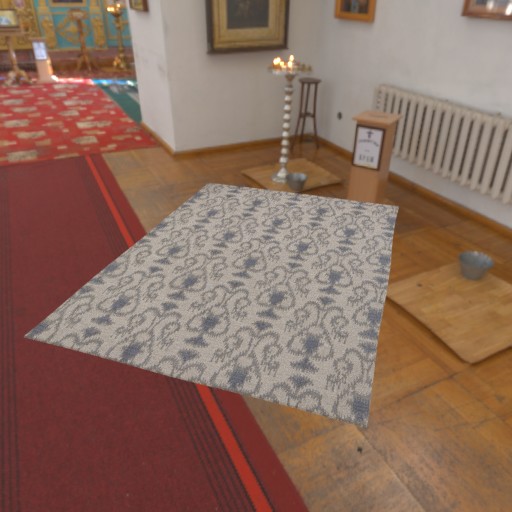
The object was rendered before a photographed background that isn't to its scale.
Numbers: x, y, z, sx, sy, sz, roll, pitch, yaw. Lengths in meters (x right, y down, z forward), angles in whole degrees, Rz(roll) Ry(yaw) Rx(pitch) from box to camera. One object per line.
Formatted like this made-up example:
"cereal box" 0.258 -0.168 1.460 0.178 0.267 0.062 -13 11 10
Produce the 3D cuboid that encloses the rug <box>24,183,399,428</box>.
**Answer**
"rug" 0.000 0.000 2.883 1.676 0.013 2.261 10 31 16
